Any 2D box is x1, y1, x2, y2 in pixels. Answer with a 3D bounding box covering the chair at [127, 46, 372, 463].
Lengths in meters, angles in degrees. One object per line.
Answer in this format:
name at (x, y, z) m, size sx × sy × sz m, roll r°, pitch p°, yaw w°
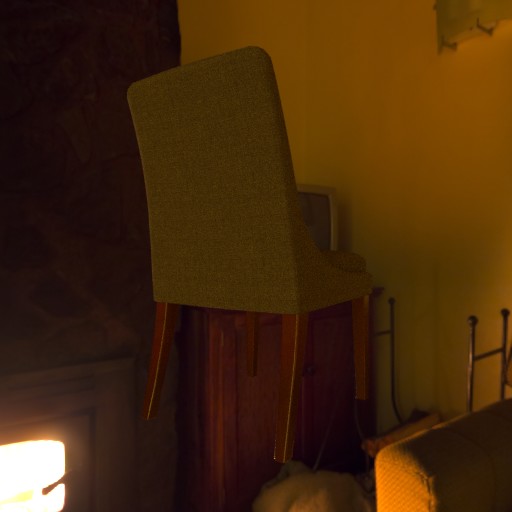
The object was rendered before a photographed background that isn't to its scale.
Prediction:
chair at (0.000, 0.000, 1.355) m, size 0.508 × 0.952 × 0.655 m, roll 1°, pitch 1°, yaw 35°
